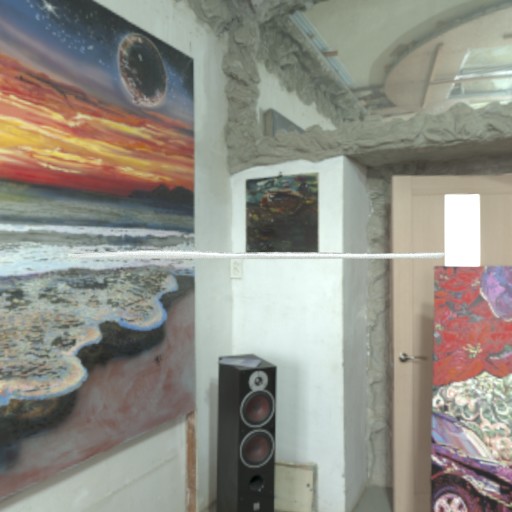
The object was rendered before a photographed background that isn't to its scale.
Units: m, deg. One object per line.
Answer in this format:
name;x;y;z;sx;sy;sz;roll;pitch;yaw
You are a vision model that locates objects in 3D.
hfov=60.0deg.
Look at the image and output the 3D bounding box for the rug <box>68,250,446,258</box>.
rug;0.000;0.000;3.010;1.537;0.036;2.447;0;0;0
